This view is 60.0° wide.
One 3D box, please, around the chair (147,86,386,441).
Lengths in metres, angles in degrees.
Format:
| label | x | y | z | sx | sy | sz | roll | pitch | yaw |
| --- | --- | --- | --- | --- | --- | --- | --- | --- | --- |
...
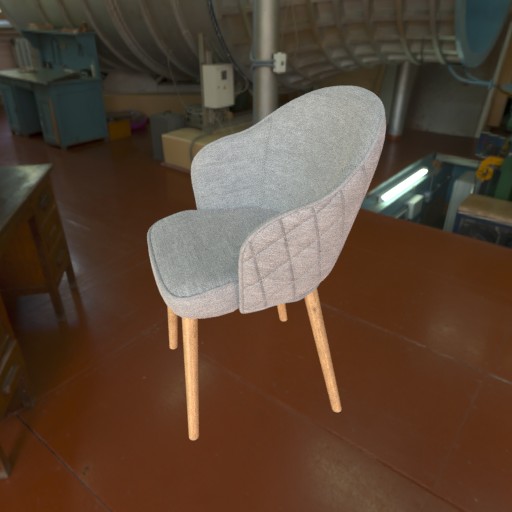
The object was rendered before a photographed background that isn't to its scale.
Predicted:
| label | x | y | z | sx | sy | sz | roll | pitch | yaw |
| --- | --- | --- | --- | --- | --- | --- | --- | --- | --- |
| chair | 0.000 | 0.000 | 1.147 | 0.530 | 0.800 | 0.540 | -9 | 31 | -15 |
